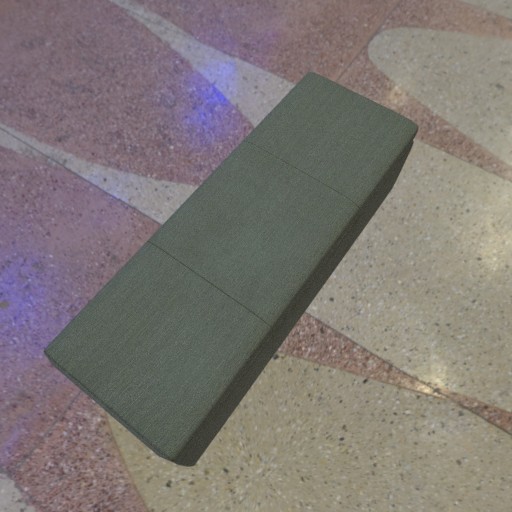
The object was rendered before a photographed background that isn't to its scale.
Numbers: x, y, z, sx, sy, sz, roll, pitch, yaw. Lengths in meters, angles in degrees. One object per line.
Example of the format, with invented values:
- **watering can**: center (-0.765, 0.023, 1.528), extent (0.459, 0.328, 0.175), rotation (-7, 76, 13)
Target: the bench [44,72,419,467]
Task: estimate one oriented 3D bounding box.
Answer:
- **bench**: center (0.000, 0.000, 1.464), extent (0.446, 0.438, 1.269), rotation (33, 68, 15)
